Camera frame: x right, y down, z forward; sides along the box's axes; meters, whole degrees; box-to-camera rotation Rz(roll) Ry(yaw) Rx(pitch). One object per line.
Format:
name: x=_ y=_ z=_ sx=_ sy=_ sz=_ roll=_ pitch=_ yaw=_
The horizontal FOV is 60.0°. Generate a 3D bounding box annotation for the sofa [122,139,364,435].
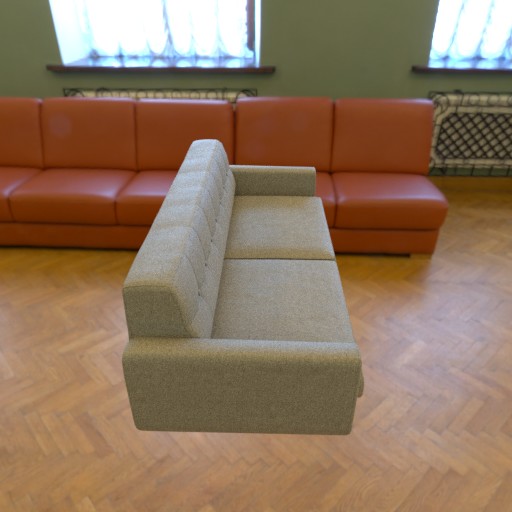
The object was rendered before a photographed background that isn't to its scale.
sofa: x=0.000 y=0.000 z=2.599 sx=0.968 sy=0.873 sz=2.055 roll=1 pitch=31 yaw=1
